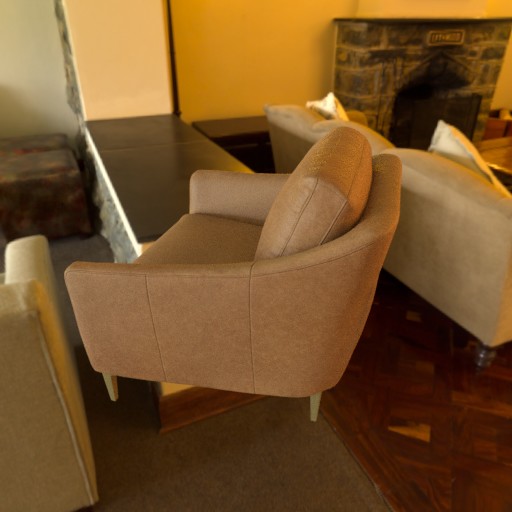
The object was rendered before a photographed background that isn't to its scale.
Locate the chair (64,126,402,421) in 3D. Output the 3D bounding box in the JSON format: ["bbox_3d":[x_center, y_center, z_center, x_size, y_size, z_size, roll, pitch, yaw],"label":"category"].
[{"bbox_3d":[0.000,0.000,1.687,0.963,0.895,0.988,8,30,15],"label":"chair"}]
